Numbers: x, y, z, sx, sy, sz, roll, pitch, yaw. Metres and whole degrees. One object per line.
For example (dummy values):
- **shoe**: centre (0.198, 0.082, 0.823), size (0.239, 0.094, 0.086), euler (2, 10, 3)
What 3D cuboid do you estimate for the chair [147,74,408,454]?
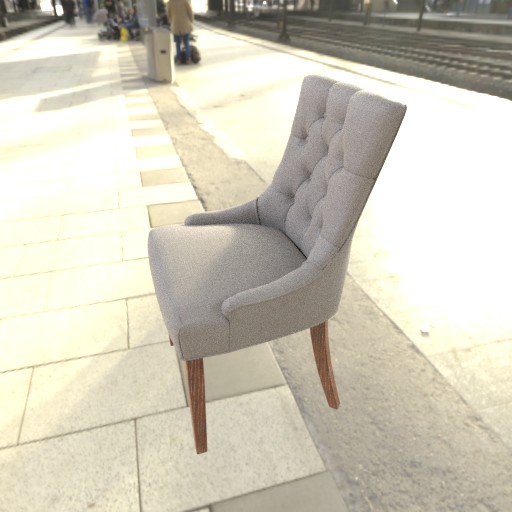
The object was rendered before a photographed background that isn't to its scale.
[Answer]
- **chair**: centre (0.000, 0.000, 1.220), size (0.565, 0.874, 0.509), euler (-9, 31, -16)
